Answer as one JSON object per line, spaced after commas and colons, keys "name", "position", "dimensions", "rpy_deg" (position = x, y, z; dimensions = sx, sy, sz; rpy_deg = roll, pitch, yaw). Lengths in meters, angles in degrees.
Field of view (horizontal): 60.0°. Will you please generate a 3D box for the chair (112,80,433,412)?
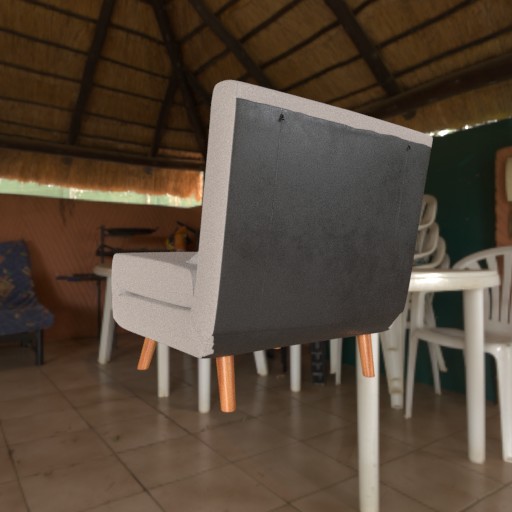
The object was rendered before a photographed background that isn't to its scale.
{"name": "chair", "position": [0.000, 0.000, 1.536], "dimensions": [0.770, 0.808, 0.902], "rpy_deg": [0, 0, -36]}
